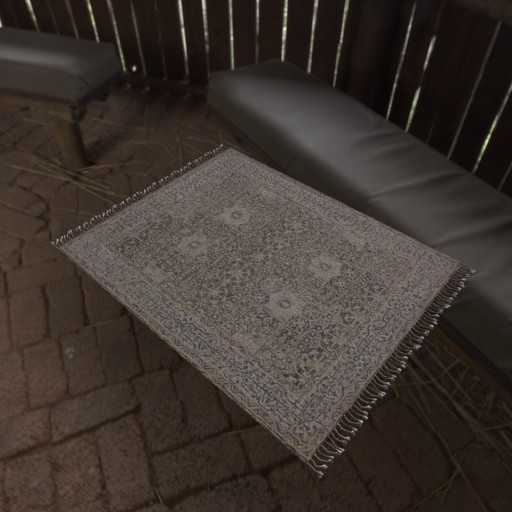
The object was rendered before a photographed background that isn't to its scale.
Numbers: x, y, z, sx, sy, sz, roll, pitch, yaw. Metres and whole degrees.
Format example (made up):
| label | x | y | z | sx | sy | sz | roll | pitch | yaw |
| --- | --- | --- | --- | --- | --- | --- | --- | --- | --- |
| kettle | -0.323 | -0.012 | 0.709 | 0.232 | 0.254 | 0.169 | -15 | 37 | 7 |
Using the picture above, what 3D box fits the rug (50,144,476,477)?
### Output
| label | x | y | z | sx | sy | sz | roll | pitch | yaw |
| --- | --- | --- | --- | --- | --- | --- | --- | --- | --- |
| rug | 0.000 | 0.000 | 4.221 | 3.291 | 0.017 | 2.431 | 32 | 54 | 28 |
